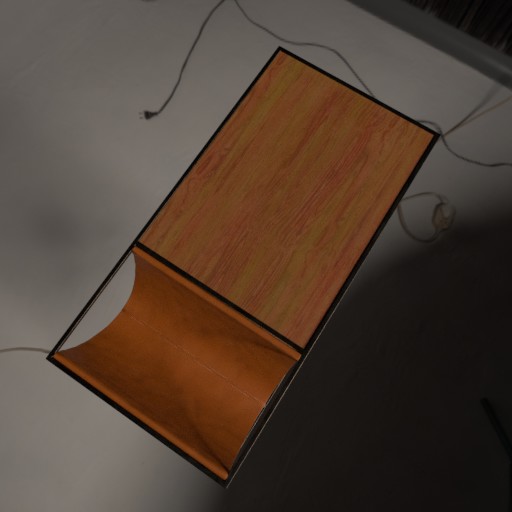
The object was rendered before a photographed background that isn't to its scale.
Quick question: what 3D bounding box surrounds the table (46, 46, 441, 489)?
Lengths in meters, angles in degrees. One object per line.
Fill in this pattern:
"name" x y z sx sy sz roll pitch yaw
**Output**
"table" 0.000 0.000 1.488 0.597 0.403 1.199 32 78 8
